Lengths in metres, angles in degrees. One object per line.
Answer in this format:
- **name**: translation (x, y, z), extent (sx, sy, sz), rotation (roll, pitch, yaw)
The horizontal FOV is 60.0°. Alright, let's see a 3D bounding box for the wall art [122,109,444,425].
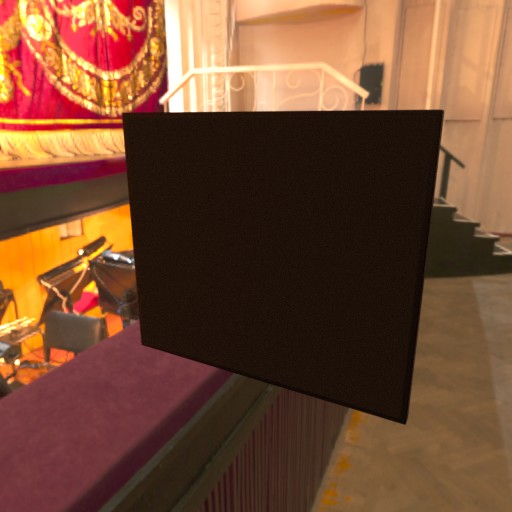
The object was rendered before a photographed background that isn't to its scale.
- **wall art**: translation (0.000, 0.000, 0.726), extent (0.521, 0.450, 0.018), rotation (9, 19, 27)
